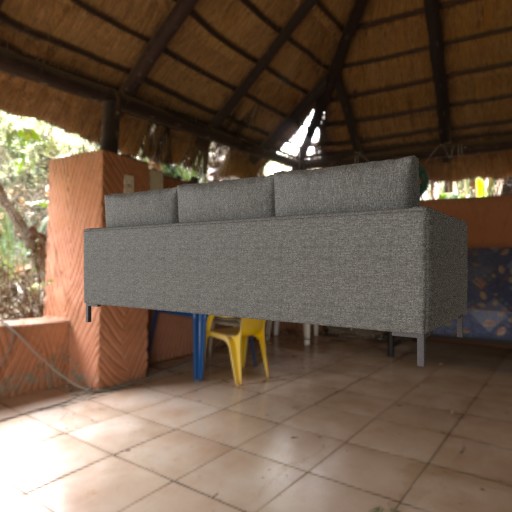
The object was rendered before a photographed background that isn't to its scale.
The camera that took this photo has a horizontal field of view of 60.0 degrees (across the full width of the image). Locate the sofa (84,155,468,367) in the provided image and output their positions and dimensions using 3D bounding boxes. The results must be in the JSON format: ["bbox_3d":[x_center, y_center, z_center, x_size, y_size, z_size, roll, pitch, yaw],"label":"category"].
[{"bbox_3d":[0.000,0.000,2.696,2.253,0.879,0.876,0,-1,35],"label":"sofa"}]
